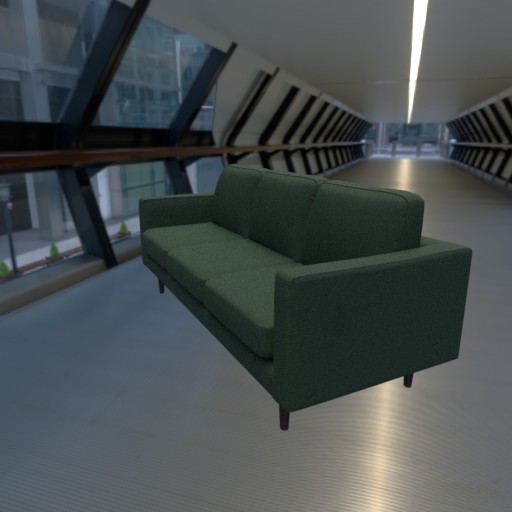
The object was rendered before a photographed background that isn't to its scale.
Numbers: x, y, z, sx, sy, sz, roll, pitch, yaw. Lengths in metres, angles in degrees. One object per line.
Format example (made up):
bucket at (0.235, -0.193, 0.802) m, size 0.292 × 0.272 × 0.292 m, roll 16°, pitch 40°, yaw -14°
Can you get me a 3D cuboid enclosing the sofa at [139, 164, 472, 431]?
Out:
sofa at (0.000, 0.000, 2.475) m, size 0.879 × 0.899 × 2.029 m, roll -8°, pitch 17°, yaw -26°
